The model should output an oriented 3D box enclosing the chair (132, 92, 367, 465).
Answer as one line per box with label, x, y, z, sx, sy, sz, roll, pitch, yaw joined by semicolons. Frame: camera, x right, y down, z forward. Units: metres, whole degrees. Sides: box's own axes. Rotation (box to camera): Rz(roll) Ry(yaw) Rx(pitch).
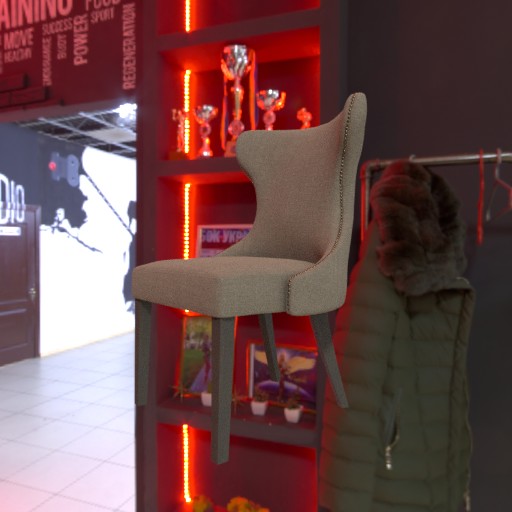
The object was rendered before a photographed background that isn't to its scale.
chair;0.000;0.000;1.421;0.635;0.967;0.628;-1;1;-37
